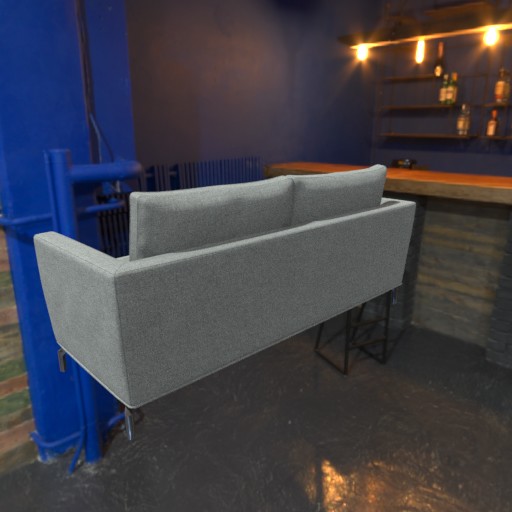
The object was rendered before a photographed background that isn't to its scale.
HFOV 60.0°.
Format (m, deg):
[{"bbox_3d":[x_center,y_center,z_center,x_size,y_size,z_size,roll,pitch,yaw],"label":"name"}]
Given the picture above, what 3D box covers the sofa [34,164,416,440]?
[{"bbox_3d":[0.000,0.000,2.653,2.212,1.002,0.869,-15,22,-41],"label":"sofa"}]
